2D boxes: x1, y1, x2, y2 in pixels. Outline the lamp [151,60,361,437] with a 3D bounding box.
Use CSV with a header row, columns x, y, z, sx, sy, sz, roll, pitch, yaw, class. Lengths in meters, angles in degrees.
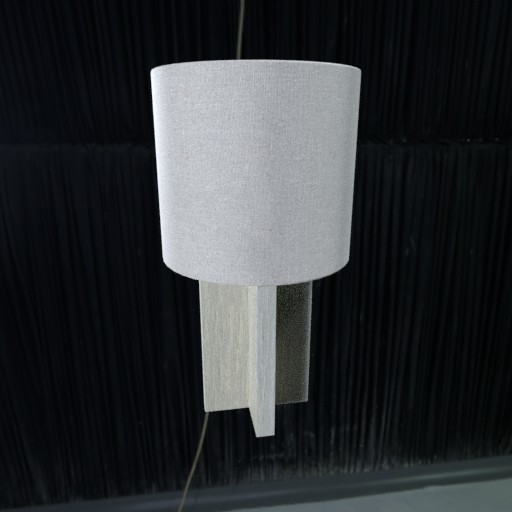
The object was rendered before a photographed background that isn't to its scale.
x,y,z,sx,sy,sz,roll,pitch,yaw,class
0.000,0.000,0.557,0.229,0.428,0.229,-3,18,-9,lamp
